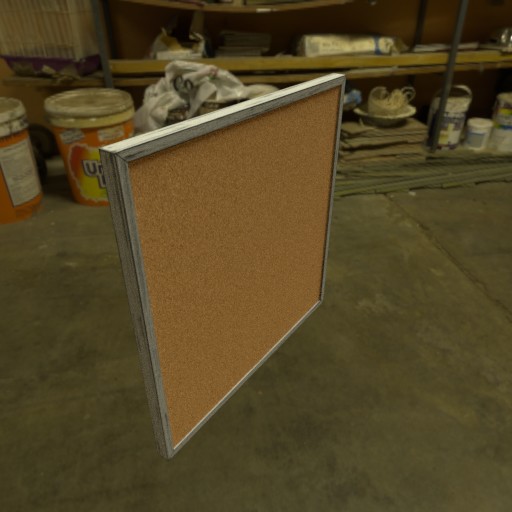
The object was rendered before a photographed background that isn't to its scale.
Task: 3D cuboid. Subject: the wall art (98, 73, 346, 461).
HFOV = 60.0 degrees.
[{"bbox_3d":[0.000,0.000,1.126,0.037,0.761,0.761,21,38,30],"label":"wall art"}]
